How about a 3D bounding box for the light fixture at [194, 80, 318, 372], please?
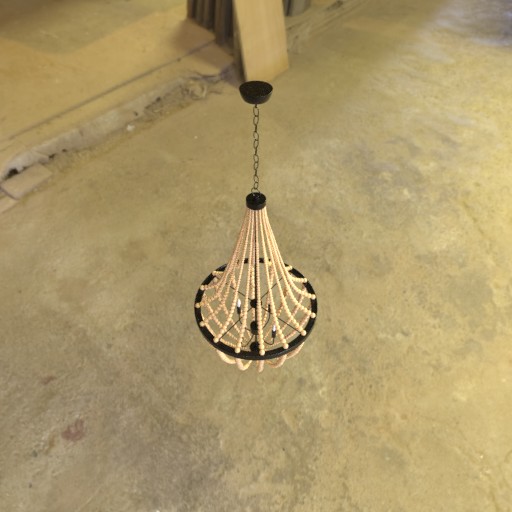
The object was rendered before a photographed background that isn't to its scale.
[{"bbox_3d":[0.000,0.000,1.436,0.450,1.133,0.450,0,47,0],"label":"light fixture"}]
